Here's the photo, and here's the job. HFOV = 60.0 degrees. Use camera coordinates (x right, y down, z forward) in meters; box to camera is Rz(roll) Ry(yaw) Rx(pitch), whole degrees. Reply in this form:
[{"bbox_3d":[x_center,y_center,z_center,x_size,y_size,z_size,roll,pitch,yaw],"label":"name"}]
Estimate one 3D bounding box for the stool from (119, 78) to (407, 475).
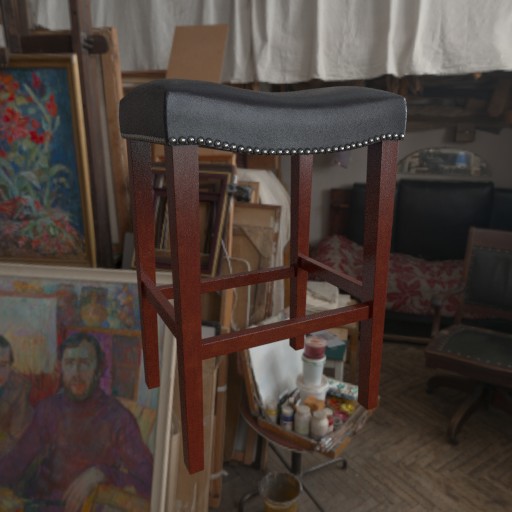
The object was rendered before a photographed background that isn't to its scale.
[{"bbox_3d":[0.000,0.000,1.024,0.504,0.742,0.372,-8,19,-26],"label":"stool"}]
